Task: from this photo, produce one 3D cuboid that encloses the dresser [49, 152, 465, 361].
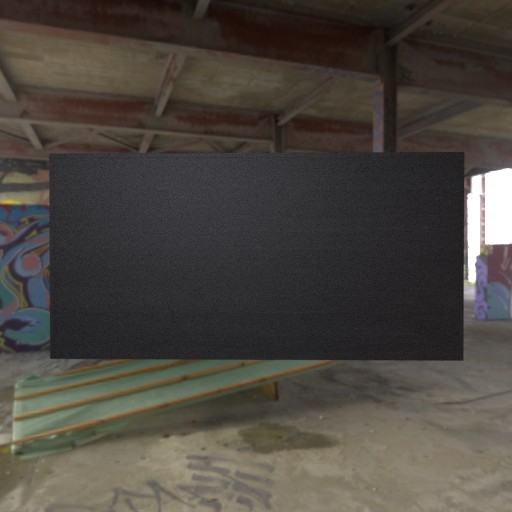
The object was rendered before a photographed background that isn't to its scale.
[{"bbox_3d":[0.000,0.000,1.900,1.590,0.795,0.400,0,1,1],"label":"dresser"}]
